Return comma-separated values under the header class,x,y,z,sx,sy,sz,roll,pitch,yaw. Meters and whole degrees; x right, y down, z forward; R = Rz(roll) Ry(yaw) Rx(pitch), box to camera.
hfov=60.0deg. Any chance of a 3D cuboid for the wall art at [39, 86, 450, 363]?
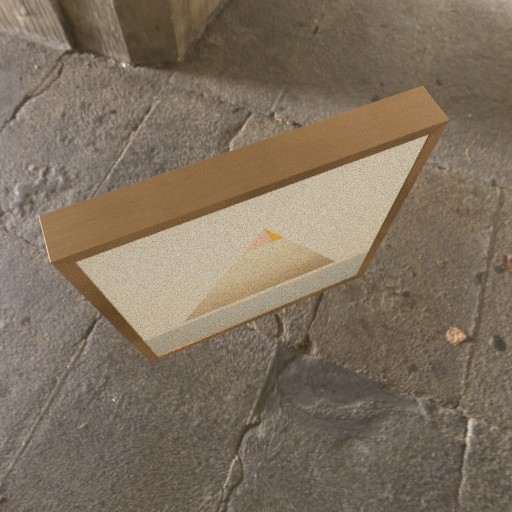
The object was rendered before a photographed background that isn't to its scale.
class,x,y,z,sx,sy,sz,roll,pitch,yaw
wall art,0.000,0.000,0.456,0.305,0.303,0.038,-21,66,-10
